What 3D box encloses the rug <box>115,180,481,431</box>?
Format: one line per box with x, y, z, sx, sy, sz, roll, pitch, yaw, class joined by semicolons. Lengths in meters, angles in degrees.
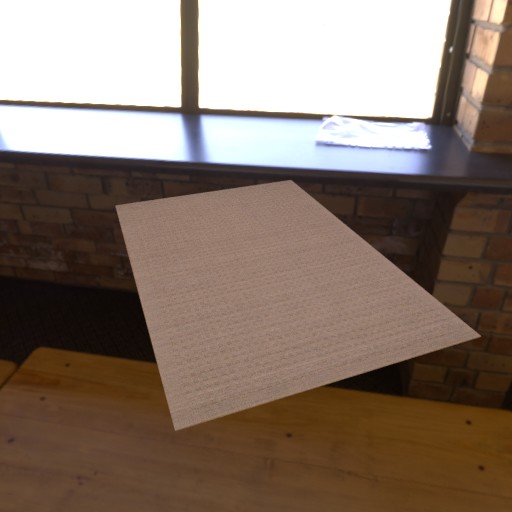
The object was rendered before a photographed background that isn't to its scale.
0.000;0.000;3.695;1.981;0.006;2.895;-11;33;-18;rug
